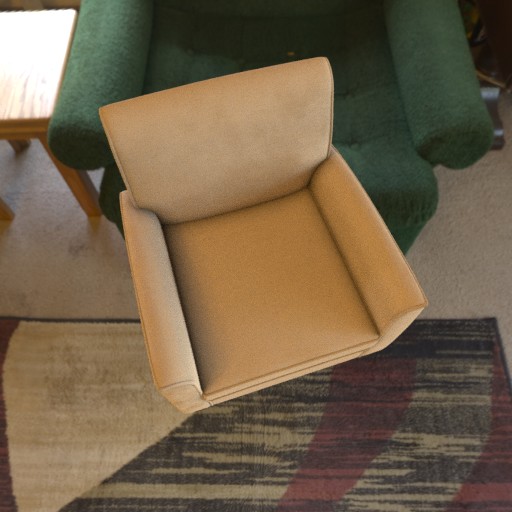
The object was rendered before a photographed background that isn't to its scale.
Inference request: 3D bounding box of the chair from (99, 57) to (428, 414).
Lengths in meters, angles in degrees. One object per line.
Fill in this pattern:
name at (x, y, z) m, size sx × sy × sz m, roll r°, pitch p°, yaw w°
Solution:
chair at (0.000, 0.000, 1.574) m, size 0.820 × 0.915 × 0.821 m, roll -16°, pitch 64°, yaw -8°
